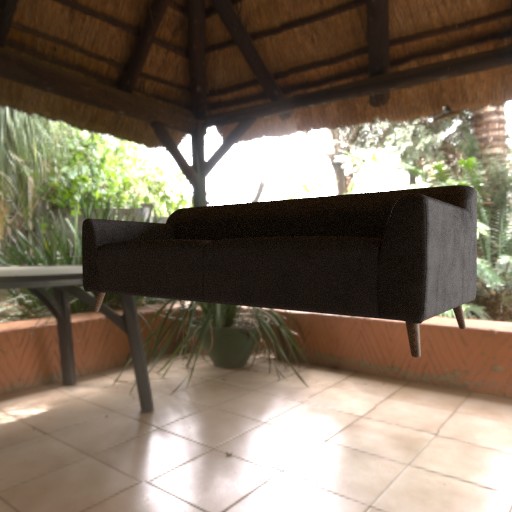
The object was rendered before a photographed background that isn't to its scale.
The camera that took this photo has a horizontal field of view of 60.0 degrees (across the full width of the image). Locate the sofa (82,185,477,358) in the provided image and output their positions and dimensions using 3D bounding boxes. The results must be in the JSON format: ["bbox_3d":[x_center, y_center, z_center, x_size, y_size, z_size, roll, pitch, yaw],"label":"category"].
[{"bbox_3d":[0.000,0.000,2.582,2.190,0.740,0.900,0,1,37],"label":"sofa"}]
